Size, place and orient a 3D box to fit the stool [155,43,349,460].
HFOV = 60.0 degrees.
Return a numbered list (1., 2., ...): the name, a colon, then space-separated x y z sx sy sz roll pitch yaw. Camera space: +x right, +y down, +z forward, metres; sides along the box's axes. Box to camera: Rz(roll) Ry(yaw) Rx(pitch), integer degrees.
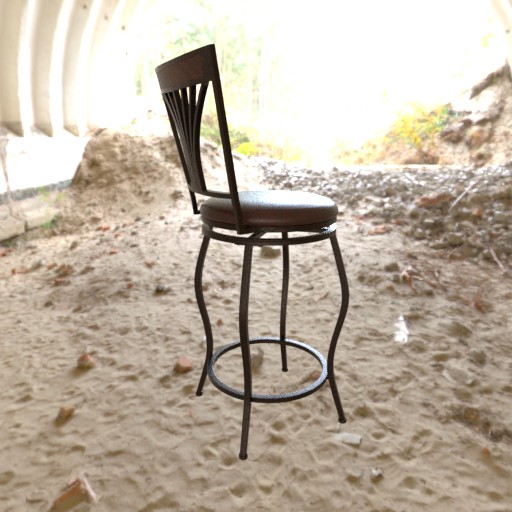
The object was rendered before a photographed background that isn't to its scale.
1. stool: 0.000 0.000 1.389 0.514 1.117 0.433 -8 17 -27
